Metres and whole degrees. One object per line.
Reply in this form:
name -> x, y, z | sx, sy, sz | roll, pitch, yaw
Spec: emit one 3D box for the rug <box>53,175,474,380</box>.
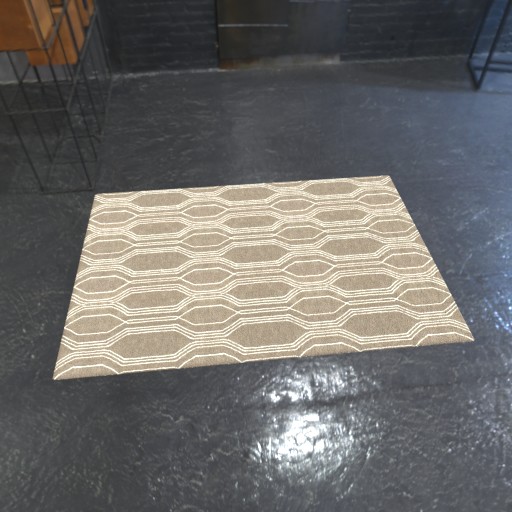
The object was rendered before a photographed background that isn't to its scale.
rug -> 0.000, 0.000, 2.337 | 1.836, 0.012, 1.239 | -4, 47, -4
